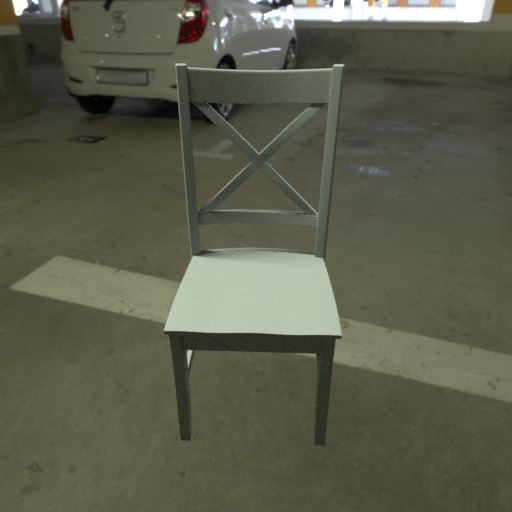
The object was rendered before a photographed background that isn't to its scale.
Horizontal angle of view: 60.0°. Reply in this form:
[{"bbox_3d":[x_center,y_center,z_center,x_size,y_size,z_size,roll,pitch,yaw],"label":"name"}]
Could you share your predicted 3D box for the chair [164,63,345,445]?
[{"bbox_3d":[0.000,0.000,1.298,0.485,0.983,0.542,1,30,2],"label":"chair"}]
